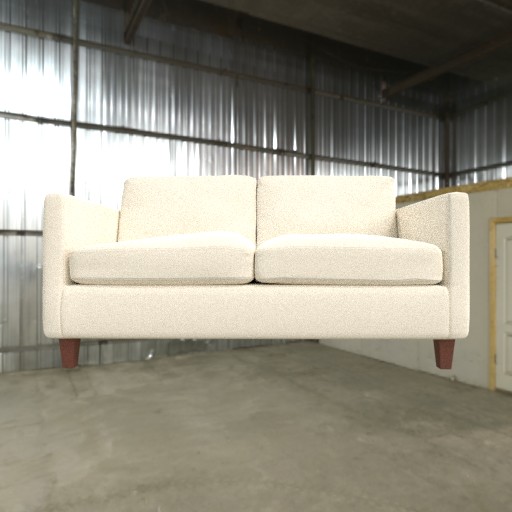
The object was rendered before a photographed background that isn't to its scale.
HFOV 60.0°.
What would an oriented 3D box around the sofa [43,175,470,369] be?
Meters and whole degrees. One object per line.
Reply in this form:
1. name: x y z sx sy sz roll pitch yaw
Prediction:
1. sofa: 0.000 0.000 2.185 1.702 0.888 0.964 0 0 1
